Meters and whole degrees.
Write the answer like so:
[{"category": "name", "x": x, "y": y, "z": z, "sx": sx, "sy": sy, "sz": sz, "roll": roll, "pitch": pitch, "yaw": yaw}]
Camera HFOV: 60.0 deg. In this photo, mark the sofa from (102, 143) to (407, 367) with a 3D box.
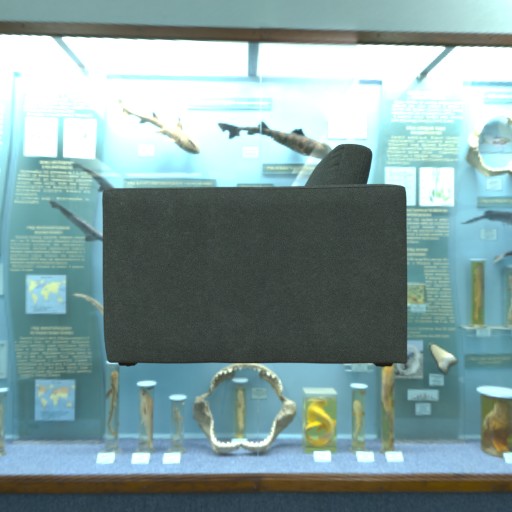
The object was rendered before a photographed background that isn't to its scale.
[{"category": "sofa", "x": 0.000, "y": 0.000, "z": 2.667, "sx": 1.092, "sy": 0.838, "sz": 2.257, "roll": 0, "pitch": -1, "yaw": 1}]
